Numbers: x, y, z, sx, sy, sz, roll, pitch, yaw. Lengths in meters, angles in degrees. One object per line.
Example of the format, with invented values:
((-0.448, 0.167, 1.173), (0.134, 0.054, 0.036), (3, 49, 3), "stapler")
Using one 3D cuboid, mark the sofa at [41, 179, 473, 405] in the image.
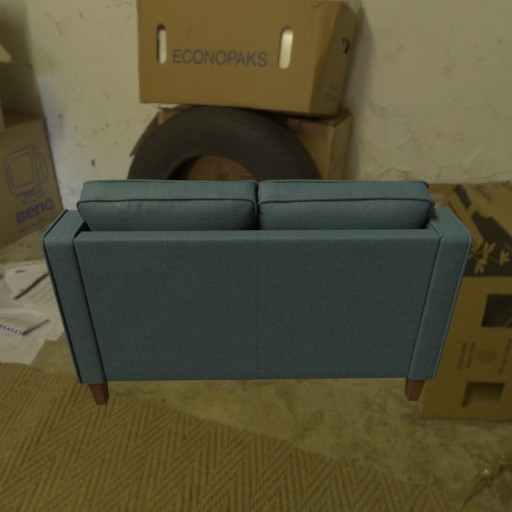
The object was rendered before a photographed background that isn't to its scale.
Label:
((0.000, 0.000, 2.116), (1.501, 0.971, 0.987), (0, 29, -1), "sofa")
